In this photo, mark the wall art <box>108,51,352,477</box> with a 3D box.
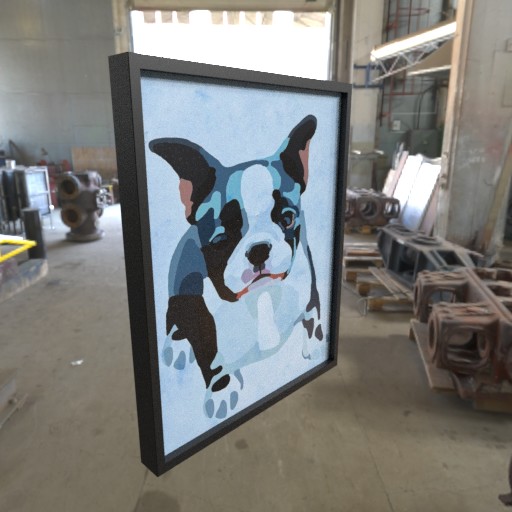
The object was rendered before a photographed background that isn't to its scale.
[{"bbox_3d":[0.000,0.000,0.480,0.030,0.369,0.294,15,21,42],"label":"wall art"}]
